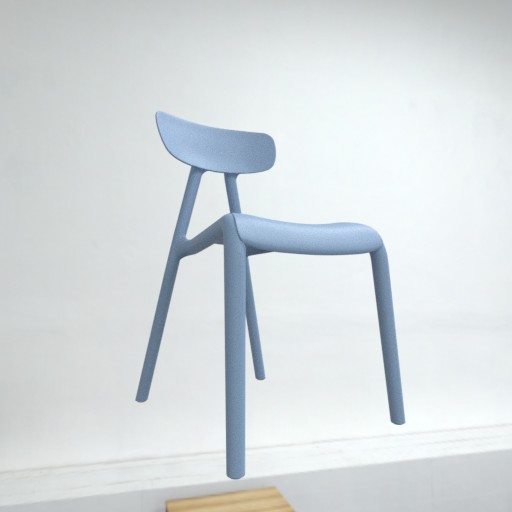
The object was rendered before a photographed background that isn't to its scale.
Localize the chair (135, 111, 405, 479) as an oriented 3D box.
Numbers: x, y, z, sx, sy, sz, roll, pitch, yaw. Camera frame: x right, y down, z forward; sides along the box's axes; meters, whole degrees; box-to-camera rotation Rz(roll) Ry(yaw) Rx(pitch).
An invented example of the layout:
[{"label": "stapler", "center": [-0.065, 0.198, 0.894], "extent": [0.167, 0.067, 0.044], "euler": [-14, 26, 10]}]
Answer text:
[{"label": "chair", "center": [0.000, 0.000, 0.827], "extent": [0.356, 0.580, 0.401], "euler": [1, -2, -35]}]
